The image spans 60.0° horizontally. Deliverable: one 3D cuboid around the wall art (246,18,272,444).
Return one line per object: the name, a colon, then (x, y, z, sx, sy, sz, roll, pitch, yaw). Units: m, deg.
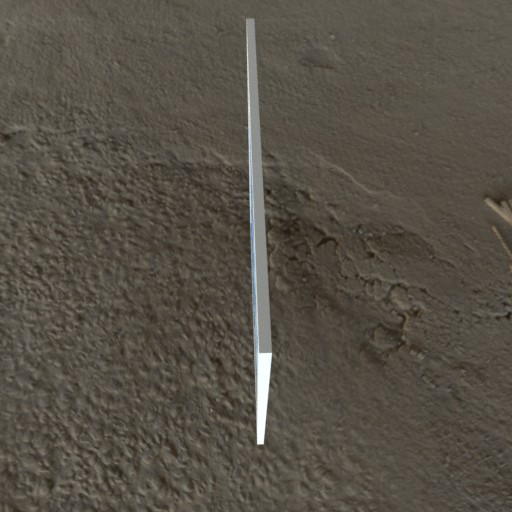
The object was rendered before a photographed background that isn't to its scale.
wall art: (0.000, 0.000, 0.957, 0.015, 0.660, 0.660, -2, 59, -1)
